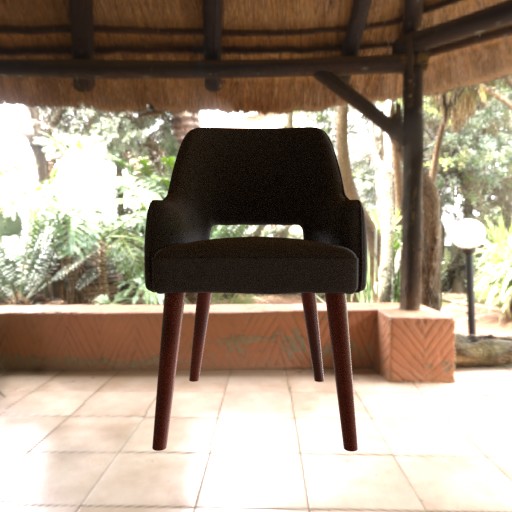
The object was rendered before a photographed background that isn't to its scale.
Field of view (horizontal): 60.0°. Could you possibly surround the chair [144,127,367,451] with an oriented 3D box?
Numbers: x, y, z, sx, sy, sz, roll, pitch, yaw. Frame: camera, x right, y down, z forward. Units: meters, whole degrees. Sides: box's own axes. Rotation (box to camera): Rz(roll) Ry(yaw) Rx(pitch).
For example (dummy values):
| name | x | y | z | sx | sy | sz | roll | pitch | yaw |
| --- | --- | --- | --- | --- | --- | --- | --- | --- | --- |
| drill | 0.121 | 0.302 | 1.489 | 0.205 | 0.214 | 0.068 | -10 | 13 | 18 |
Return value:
| name | x | y | z | sx | sy | sz | roll | pitch | yaw |
| --- | --- | --- | --- | --- | --- | --- | --- | --- | --- |
| chair | 0.000 | 0.000 | 1.236 | 0.559 | 0.838 | 0.560 | 0 | 2 | 1 |
